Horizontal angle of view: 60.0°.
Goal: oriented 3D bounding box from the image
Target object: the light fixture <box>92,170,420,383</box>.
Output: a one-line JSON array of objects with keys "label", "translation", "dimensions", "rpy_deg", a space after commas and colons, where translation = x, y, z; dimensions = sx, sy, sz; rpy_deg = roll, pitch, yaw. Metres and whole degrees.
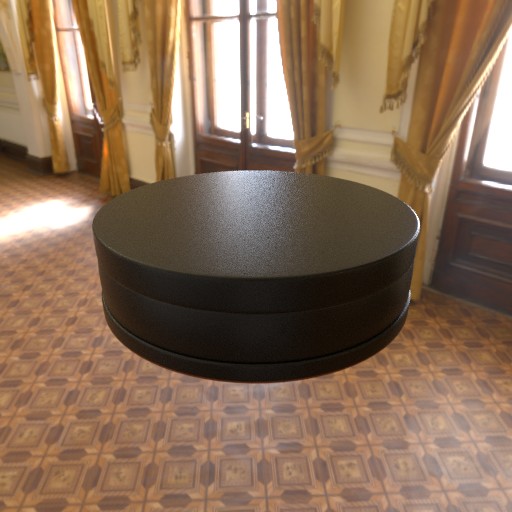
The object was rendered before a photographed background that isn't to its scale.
[{"label": "light fixture", "translation": [0.000, 0.000, 0.419], "dimensions": [0.283, 0.097, 0.283], "rpy_deg": [0, 24, 0]}]
